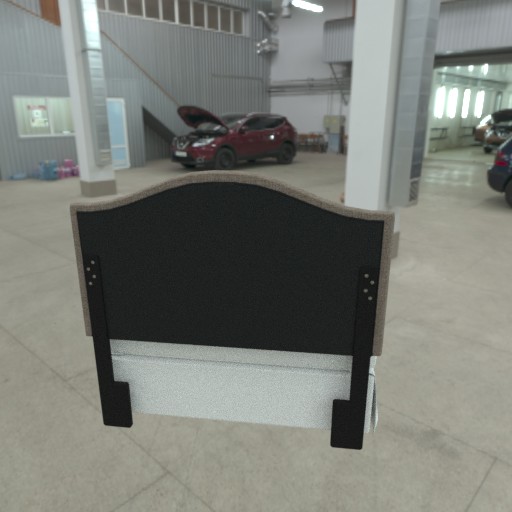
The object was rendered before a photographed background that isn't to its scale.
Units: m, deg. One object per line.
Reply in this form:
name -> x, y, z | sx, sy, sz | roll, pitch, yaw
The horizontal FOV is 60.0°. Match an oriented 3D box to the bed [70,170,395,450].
bed -> 0.000, 0.000, 3.339 | 1.713, 1.518, 2.153 | 2, 18, 7
